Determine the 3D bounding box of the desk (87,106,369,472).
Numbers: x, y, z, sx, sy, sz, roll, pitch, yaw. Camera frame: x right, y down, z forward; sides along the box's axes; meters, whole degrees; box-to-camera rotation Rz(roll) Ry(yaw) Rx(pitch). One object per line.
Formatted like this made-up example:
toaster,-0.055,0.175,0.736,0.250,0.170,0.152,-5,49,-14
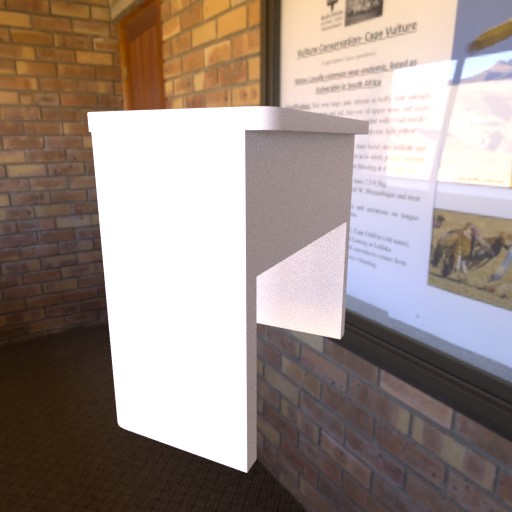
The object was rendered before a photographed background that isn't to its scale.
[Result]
desk,0.000,0.000,1.279,0.446,0.760,0.790,7,16,25
